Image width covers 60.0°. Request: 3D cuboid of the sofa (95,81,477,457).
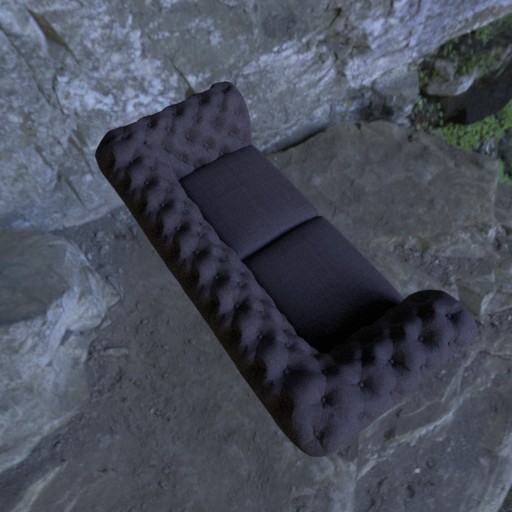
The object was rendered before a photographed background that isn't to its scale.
[{"bbox_3d":[0.000,0.000,2.446,0.944,0.780,2.048,-31,63,-18],"label":"sofa"}]
